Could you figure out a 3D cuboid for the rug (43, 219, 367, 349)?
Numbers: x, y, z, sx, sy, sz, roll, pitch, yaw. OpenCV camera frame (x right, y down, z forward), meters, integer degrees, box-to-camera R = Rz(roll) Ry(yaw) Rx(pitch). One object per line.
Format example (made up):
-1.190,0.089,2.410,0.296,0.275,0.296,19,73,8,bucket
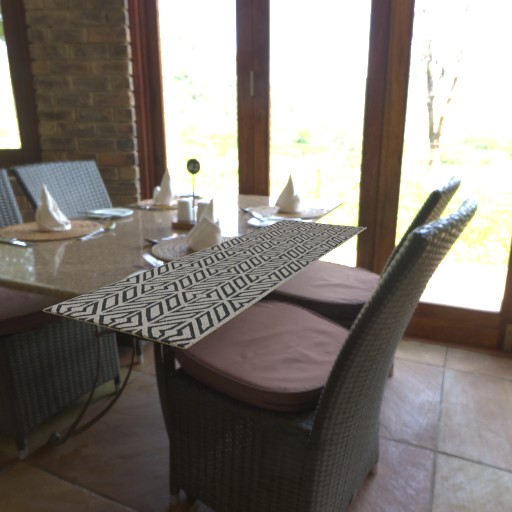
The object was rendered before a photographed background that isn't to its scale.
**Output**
0.000,0.000,2.741,0.750,0.009,2.435,8,17,27,rug
